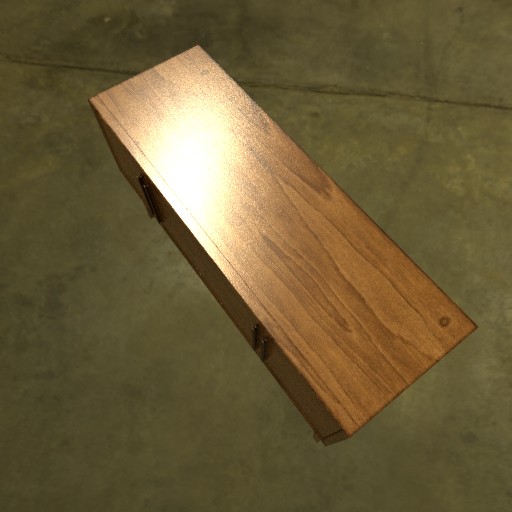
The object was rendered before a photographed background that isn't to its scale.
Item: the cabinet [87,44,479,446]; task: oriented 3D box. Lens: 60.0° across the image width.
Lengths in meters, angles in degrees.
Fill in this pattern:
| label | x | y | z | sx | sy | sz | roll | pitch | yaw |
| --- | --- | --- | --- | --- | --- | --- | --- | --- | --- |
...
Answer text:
| label | x | y | z | sx | sy | sz | roll | pitch | yaw |
| --- | --- | --- | --- | --- | --- | --- | --- | --- | --- |
| cabinet | 0.000 | 0.000 | 1.726 | 0.477 | 0.802 | 1.363 | -34 | 69 | -15 |
